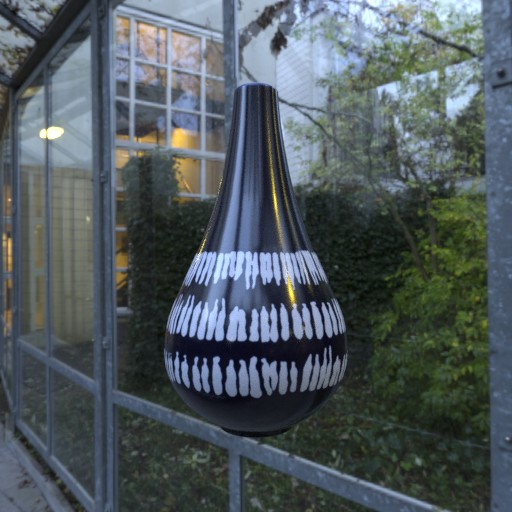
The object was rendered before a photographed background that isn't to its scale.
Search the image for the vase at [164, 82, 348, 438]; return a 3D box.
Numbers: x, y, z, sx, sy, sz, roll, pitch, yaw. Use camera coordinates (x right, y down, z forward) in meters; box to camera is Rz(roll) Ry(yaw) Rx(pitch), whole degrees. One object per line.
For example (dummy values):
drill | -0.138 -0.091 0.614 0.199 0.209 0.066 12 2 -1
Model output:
vase | 0.000 0.000 0.392 0.159 0.295 0.159 0 -1 0
